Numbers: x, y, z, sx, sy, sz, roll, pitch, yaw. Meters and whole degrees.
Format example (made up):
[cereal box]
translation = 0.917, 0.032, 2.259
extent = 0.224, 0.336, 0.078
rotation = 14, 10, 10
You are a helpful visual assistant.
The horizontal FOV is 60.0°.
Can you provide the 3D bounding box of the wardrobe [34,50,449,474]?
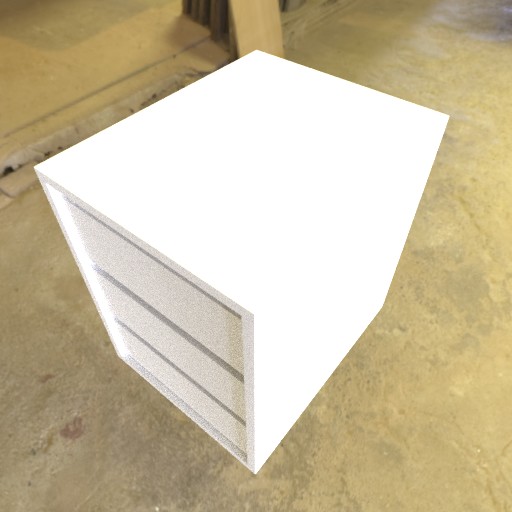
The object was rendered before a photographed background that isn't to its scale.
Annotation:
[wardrobe]
translation = 0.000, 0.000, 0.860
extent = 0.400, 0.520, 0.500
rotation = 31, 54, 25
